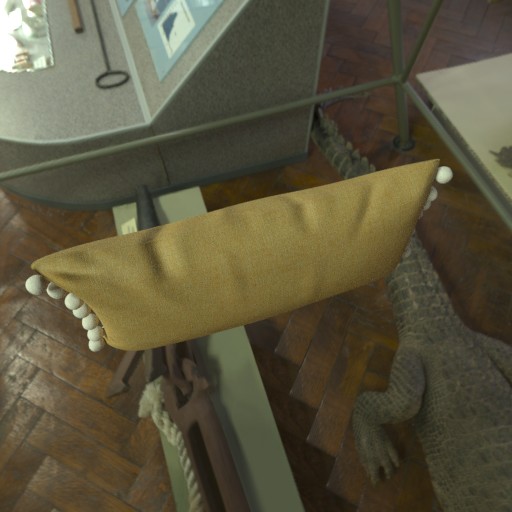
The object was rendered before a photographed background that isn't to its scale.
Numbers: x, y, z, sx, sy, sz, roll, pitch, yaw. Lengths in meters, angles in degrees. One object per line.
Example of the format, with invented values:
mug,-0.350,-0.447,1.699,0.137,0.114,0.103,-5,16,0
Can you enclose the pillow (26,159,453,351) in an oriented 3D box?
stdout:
pillow,0.000,0.000,0.808,0.709,0.322,0.201,-16,60,-9
